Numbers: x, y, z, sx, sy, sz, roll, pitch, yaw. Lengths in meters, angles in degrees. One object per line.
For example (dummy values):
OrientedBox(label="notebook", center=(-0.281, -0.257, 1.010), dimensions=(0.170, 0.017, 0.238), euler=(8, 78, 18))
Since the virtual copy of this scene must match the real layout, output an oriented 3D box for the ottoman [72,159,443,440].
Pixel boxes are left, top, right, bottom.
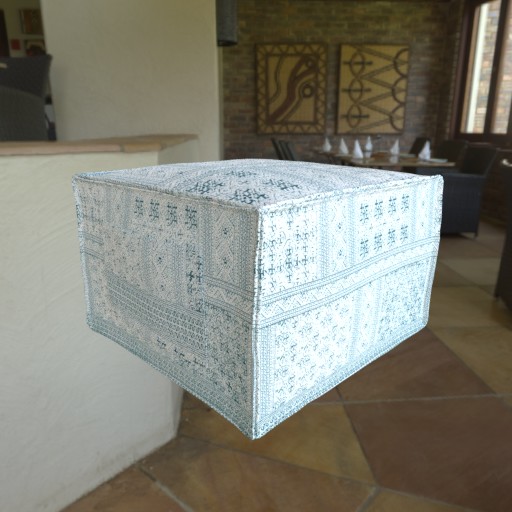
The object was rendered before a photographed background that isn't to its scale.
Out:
OrientedBox(label="ottoman", center=(0.000, 0.000, 1.060), dimensions=(0.626, 0.439, 0.617), euler=(-15, 22, -43))
